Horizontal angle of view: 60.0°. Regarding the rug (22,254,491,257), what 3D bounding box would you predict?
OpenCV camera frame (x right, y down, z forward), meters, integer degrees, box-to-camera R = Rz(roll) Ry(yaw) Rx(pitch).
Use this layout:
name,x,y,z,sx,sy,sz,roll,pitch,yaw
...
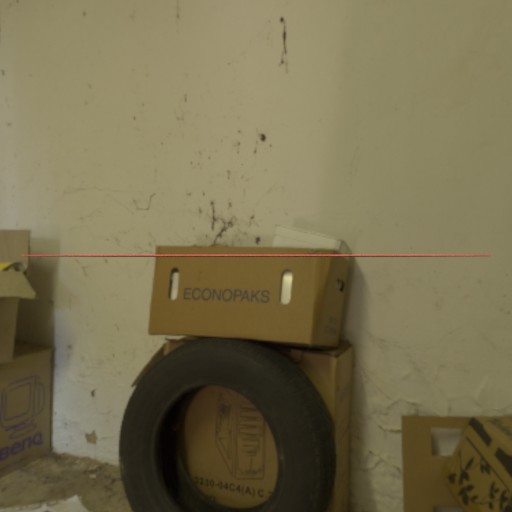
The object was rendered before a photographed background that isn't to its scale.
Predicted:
name,x,y,z,sx,sy,sz,roll,pitch,yaw
rug,0.000,0.000,2.316,1.814,0.008,1.209,0,0,0
